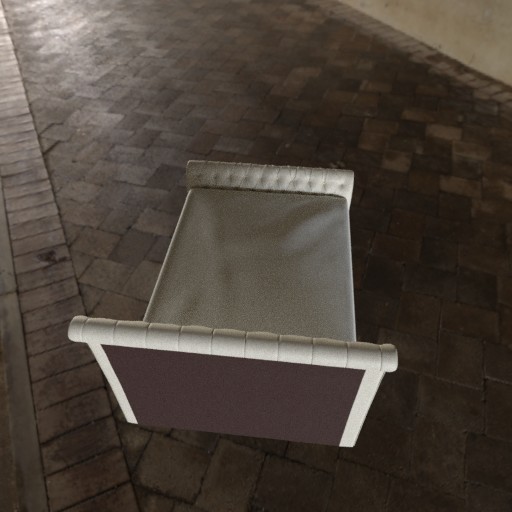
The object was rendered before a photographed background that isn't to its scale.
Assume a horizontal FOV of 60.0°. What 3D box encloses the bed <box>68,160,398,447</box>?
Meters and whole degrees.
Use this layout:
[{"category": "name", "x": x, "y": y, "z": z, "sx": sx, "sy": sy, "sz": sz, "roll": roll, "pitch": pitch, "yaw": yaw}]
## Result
[{"category": "bed", "x": 0.000, "y": 0.000, "z": 3.417, "sx": 1.606, "sy": 1.268, "sz": 2.493, "roll": 5, "pitch": 45, "yaw": 4}]
